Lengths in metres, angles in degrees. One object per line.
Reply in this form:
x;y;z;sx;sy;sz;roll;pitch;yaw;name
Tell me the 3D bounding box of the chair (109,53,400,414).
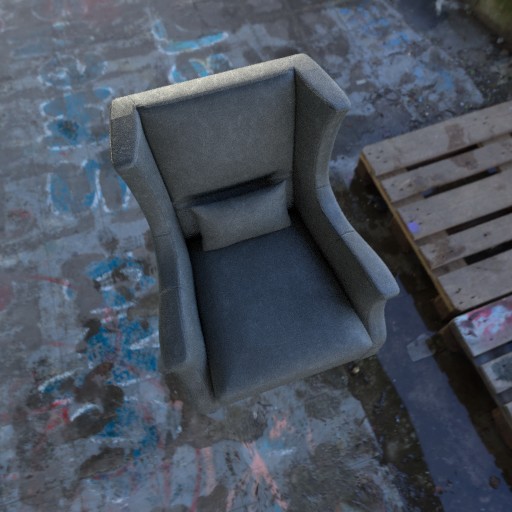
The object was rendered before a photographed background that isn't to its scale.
0.000;0.000;1.704;0.853;1.016;0.926;-17;66;-8;chair
